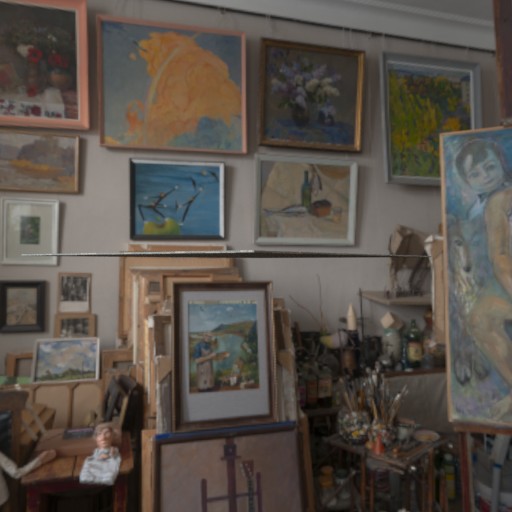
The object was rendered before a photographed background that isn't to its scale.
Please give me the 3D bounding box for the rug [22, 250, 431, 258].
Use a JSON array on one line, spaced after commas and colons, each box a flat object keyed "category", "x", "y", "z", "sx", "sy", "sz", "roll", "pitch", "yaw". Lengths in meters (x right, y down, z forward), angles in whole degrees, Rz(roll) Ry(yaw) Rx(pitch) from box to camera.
[{"category": "rug", "x": 0.000, "y": 0.000, "z": 4.363, "sx": 2.438, "sy": 0.013, "sz": 3.353, "roll": 0, "pitch": -1, "yaw": 36}]
